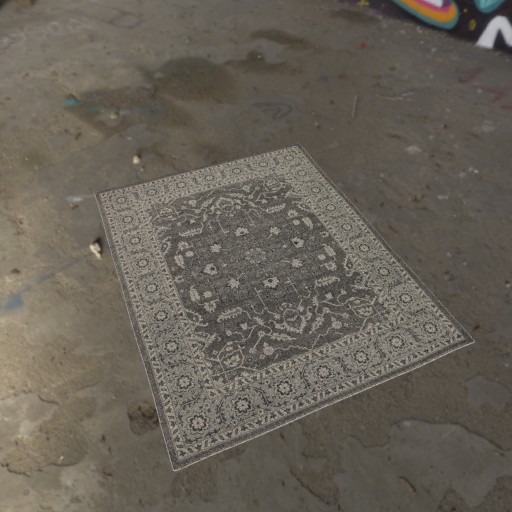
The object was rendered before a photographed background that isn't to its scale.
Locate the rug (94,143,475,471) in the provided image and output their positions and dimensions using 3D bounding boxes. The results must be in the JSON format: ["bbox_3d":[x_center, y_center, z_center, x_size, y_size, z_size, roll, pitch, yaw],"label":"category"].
[{"bbox_3d":[0.000,0.000,4.112,2.451,0.026,3.069,-17,49,-16],"label":"rug"}]
